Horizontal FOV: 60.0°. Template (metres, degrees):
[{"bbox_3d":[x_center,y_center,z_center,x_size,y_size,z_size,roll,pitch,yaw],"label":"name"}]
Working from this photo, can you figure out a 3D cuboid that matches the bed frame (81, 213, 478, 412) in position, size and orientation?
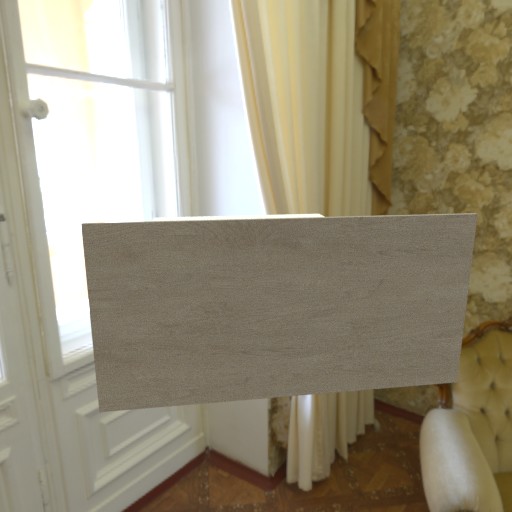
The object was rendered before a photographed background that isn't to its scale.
[{"bbox_3d":[0.000,0.000,2.815,1.622,0.800,1.960,-2,14,-8],"label":"bed frame"}]
